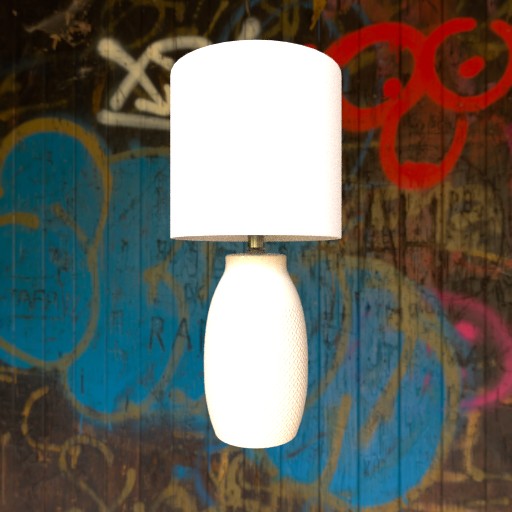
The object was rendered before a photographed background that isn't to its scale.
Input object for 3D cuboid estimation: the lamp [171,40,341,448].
[{"bbox_3d":[0.000,0.000,0.573,0.217,0.453,0.217,0,0,-18],"label":"lamp"}]
